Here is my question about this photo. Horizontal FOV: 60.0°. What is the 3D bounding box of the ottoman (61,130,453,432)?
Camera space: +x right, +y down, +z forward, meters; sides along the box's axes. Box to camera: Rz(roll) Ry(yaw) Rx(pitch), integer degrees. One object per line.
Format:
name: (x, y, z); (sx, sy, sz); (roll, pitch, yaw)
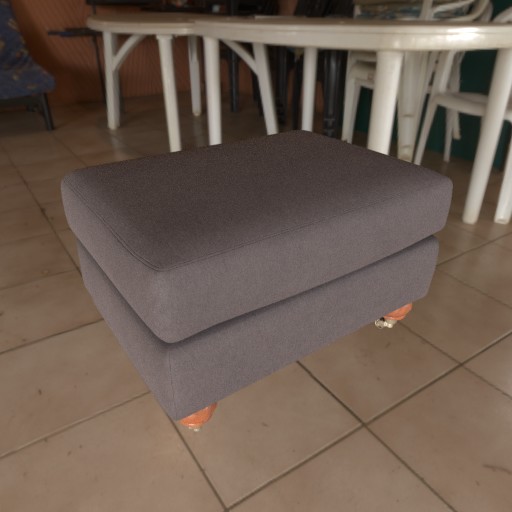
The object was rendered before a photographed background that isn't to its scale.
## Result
ottoman: (0.000, 0.000, 1.126); (0.773, 0.497, 0.574); (-19, 34, -30)
